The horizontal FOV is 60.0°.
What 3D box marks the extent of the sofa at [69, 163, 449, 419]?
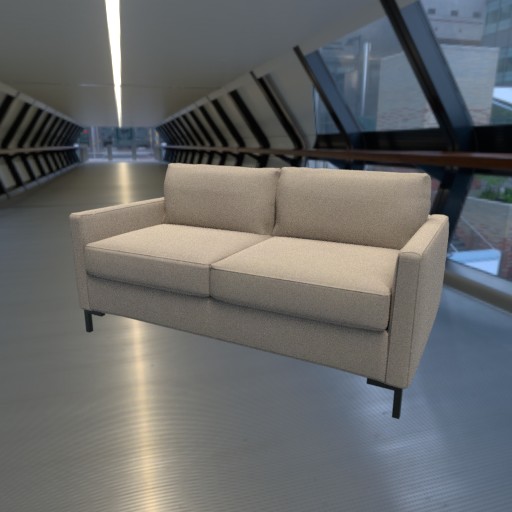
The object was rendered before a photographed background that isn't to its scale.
[{"bbox_3d":[0.000,0.000,2.197,1.682,0.840,0.875,8,17,27],"label":"sofa"}]
